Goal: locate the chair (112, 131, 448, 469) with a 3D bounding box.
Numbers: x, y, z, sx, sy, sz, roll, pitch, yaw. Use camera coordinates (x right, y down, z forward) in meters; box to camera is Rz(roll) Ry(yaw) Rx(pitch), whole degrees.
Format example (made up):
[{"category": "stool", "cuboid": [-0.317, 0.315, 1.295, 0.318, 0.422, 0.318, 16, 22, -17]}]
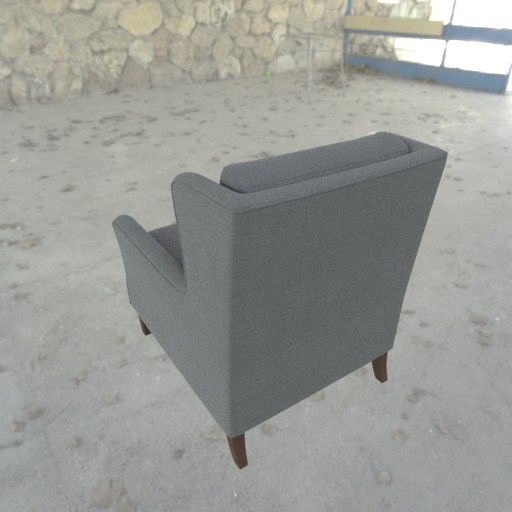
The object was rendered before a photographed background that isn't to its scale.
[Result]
[{"category": "chair", "cuboid": [0.000, 0.000, 1.815, 0.866, 1.056, 1.040, -19, 35, -29]}]
